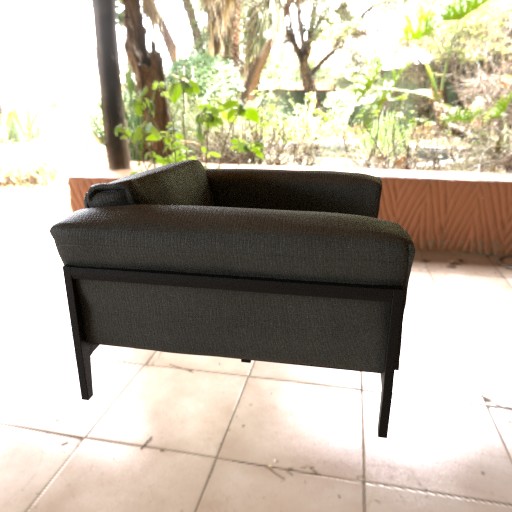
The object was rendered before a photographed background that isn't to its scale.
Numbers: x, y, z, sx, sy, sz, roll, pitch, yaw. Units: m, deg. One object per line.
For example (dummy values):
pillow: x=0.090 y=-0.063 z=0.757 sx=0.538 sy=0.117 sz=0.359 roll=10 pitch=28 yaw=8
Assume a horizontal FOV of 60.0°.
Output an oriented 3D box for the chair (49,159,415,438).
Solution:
chair: x=0.000 y=0.000 z=1.658 sx=0.969 sy=0.646 sz=1.056 roll=3 pitch=19 yaw=10
